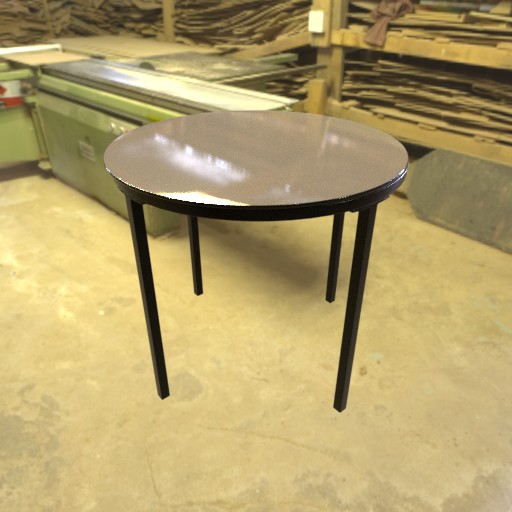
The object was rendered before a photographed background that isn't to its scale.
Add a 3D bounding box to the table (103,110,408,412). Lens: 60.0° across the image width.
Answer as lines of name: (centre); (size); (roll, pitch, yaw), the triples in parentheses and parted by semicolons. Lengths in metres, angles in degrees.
table: (0.000, 0.000, 0.868); (0.499, 0.443, 0.499); (0, 31, 0)
